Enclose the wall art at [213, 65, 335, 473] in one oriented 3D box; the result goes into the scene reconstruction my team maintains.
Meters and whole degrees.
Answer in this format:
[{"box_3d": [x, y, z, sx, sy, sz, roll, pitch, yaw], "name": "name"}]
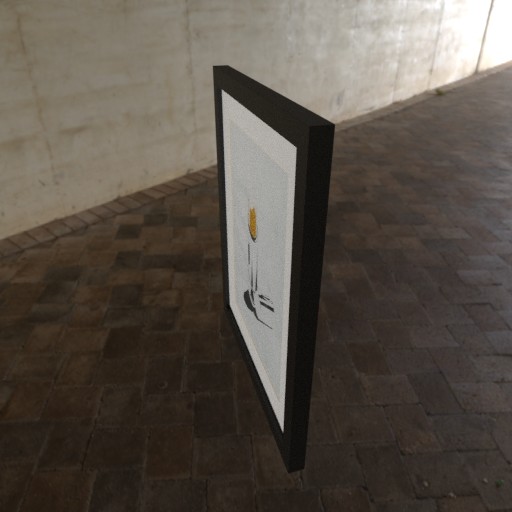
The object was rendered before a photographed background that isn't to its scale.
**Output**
[{"box_3d": [0.000, 0.000, 0.771, 0.029, 0.559, 0.457, -9, 32, -14], "name": "wall art"}]
